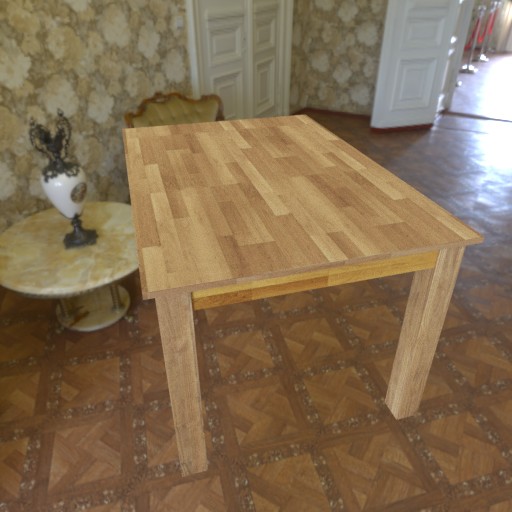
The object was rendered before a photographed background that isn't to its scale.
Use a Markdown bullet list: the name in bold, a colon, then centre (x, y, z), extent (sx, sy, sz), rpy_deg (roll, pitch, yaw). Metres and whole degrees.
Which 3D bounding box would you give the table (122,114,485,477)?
- **table**: centre (0.000, 0.000, 1.810), extent (0.900, 0.750, 1.300), rpy_deg (-9, 33, -14)
